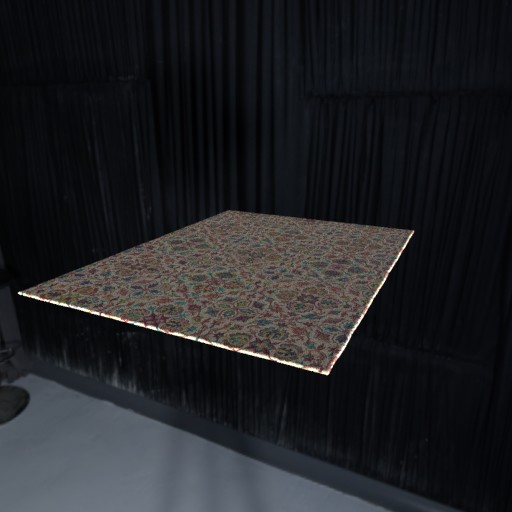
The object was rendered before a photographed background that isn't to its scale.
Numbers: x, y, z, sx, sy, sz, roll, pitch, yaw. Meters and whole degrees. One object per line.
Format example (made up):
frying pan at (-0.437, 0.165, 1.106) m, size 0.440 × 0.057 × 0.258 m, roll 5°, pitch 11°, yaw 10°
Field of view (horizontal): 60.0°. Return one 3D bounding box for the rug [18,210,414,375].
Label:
rug at (0.000, 0.000, 4.214) m, size 2.446 × 0.020 × 3.215 m, roll 9°, pitch 20°, yaw 25°
